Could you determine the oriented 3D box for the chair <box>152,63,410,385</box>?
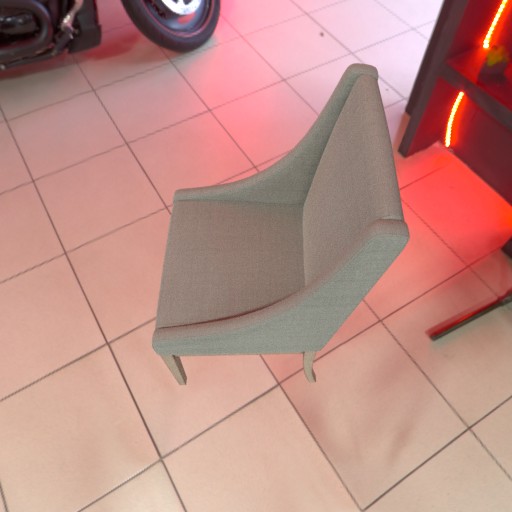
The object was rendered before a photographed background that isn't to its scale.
[{"bbox_3d":[0.000,0.000,1.406,0.611,1.021,0.575,1,58,1],"label":"chair"}]
